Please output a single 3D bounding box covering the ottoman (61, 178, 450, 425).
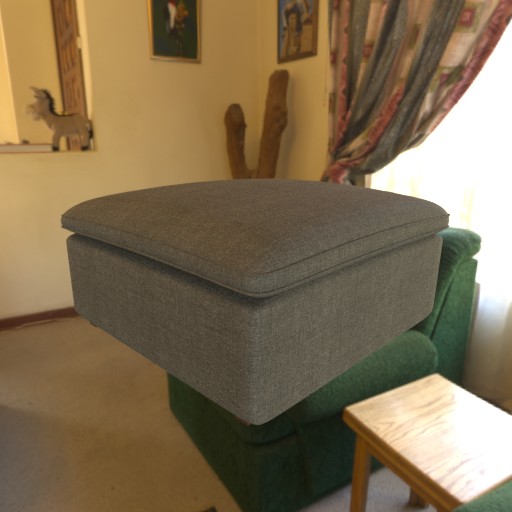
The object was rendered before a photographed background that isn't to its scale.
[{"bbox_3d":[0.000,0.000,1.700,1.067,0.559,1.067,15,22,43],"label":"ottoman"}]
